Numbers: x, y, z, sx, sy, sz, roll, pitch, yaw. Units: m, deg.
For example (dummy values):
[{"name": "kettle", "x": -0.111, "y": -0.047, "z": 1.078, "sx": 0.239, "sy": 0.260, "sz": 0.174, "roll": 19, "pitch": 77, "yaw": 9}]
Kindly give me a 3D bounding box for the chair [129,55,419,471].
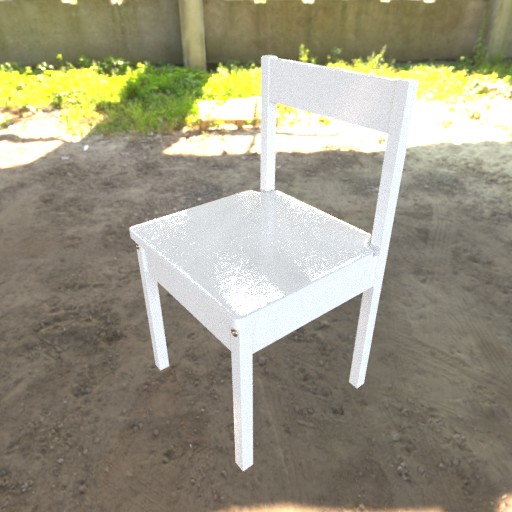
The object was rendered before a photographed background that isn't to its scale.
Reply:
[{"name": "chair", "x": 0.000, "y": 0.000, "z": 0.878, "sx": 0.361, "sy": 0.668, "sz": 0.367, "roll": -23, "pitch": 38, "yaw": -32}]
